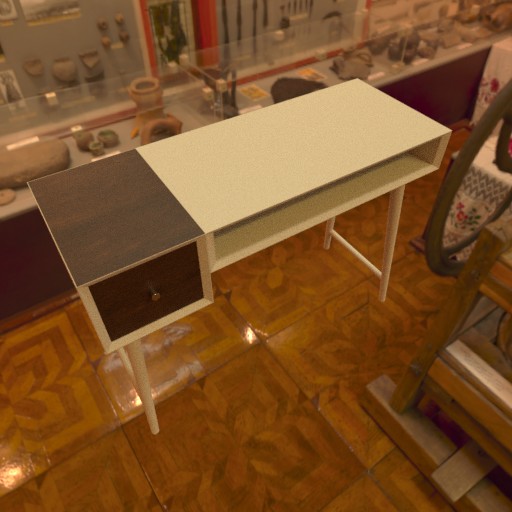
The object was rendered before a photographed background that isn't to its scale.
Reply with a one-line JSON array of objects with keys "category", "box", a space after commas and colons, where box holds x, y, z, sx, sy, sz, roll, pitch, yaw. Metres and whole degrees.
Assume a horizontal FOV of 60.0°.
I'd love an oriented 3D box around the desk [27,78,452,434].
[{"category": "desk", "box": [0.000, 0.000, 1.439, 1.069, 0.761, 0.409, -25, 51, -22]}]
